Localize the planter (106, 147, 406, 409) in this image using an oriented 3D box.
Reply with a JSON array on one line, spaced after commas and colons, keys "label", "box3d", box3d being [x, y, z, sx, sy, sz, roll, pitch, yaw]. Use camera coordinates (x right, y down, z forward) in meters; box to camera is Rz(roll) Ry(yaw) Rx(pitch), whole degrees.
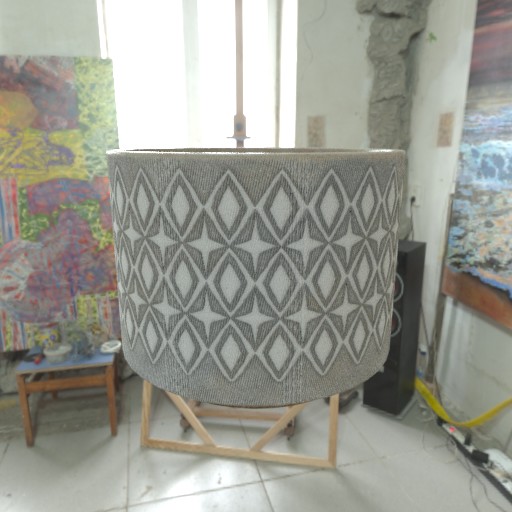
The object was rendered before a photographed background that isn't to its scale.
[{"label": "planter", "box3d": [0.000, 0.000, 0.271, 0.164, 0.127, 0.164, 0, 15, 0]}]
